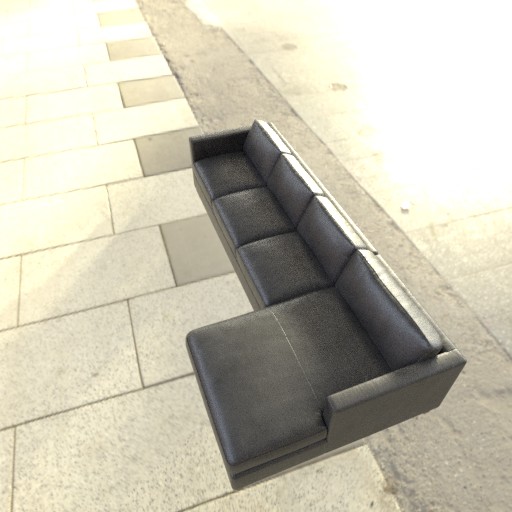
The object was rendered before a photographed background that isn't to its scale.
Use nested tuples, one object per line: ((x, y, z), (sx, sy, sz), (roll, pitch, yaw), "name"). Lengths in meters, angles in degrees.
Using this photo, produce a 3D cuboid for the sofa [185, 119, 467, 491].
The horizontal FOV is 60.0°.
((0.000, 0.000, 3.787), (1.581, 0.883, 3.203), (-15, 47, -15), "sofa")
